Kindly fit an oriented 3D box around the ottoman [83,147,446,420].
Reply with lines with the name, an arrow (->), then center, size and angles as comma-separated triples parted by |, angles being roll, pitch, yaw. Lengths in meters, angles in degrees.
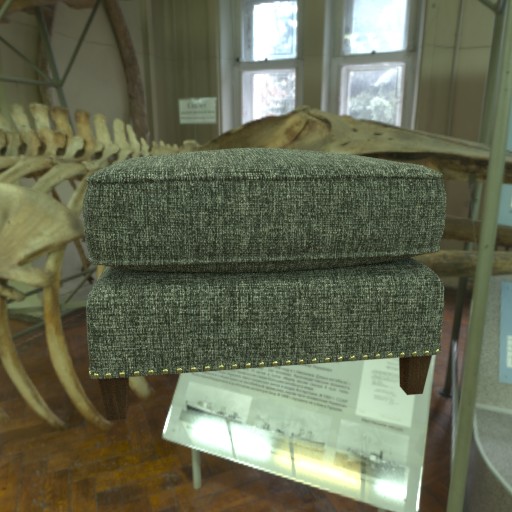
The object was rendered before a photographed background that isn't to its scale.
ottoman -> 0.000, 0.000, 1.129 | 0.738, 0.537, 0.589 | -2, 15, -8
